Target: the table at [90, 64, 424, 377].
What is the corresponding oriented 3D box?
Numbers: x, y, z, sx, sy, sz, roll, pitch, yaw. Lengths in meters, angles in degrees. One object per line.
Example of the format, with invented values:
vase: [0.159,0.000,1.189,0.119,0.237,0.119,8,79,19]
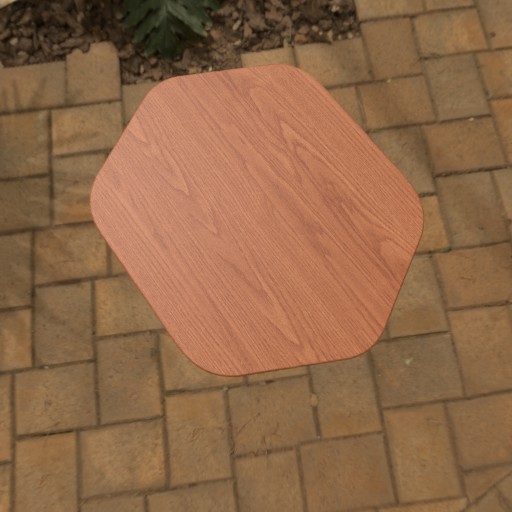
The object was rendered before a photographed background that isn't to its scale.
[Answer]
table: [0.000,0.000,0.900,0.400,0.562,0.500,-36,78,-9]
